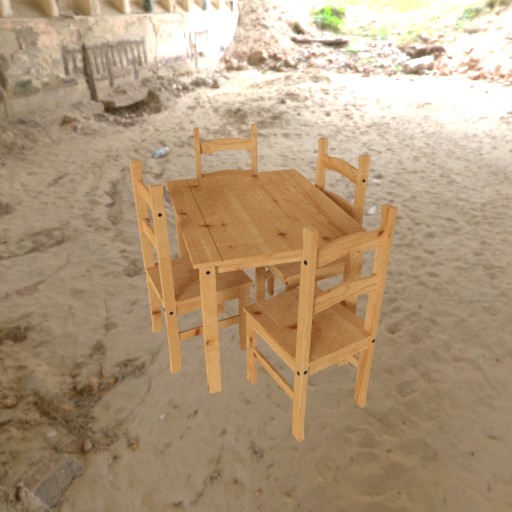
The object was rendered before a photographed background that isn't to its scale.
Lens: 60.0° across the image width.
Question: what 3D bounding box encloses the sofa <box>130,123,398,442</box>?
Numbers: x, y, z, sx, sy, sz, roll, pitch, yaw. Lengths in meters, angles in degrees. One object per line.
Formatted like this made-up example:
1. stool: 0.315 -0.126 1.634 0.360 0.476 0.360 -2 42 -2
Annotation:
1. sofa: 0.000 0.000 2.305 1.144 1.000 1.529 -8 30 -14
